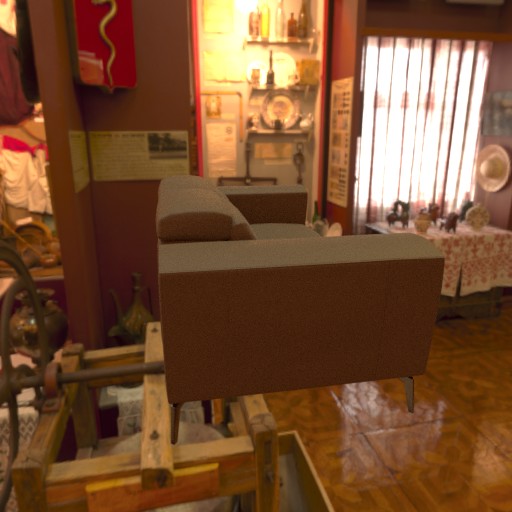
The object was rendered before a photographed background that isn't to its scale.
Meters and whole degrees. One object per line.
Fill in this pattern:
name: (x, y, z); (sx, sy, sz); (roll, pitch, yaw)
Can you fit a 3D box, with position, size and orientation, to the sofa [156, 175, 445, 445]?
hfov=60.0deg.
sofa: (0.000, 0.000, 2.381); (1.003, 0.779, 1.895); (-3, 17, -11)
